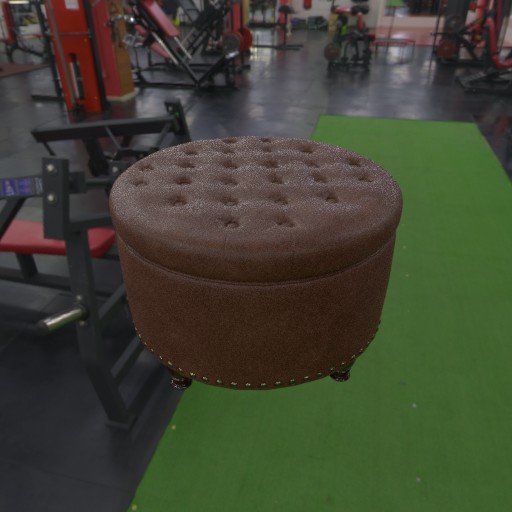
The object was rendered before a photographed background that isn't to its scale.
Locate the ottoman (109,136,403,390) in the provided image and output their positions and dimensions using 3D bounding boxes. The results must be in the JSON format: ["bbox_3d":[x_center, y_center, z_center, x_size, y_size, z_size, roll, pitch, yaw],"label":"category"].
[{"bbox_3d":[0.000,0.000,1.091,0.637,0.442,0.637,0,31,0],"label":"ottoman"}]
